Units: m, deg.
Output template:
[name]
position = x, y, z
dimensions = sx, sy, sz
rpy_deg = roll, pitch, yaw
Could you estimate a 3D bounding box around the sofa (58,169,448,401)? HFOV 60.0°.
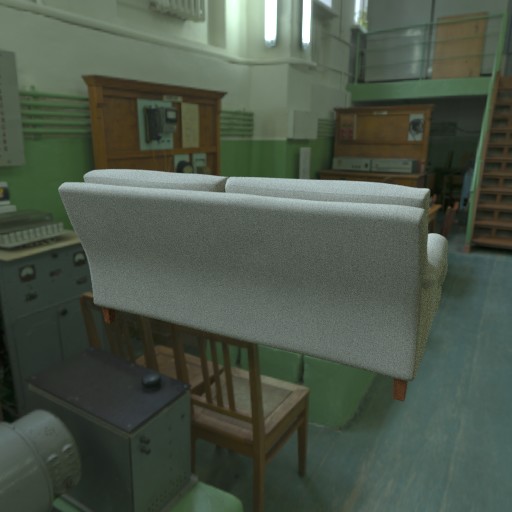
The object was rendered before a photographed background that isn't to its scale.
[sofa]
position = 0.000, 0.000, 2.644
dimensions = 2.070, 0.997, 1.091
rpy_deg = 8, 17, 27
